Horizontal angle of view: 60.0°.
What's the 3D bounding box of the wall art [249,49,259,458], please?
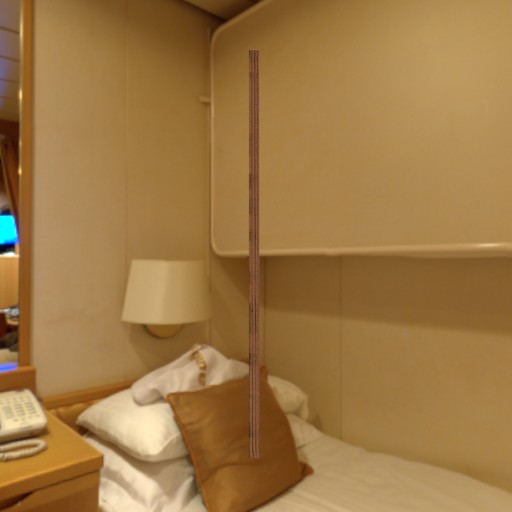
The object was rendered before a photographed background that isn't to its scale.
[{"bbox_3d":[0.000,0.000,0.696,0.010,0.408,0.508,0,-1,0],"label":"wall art"}]
